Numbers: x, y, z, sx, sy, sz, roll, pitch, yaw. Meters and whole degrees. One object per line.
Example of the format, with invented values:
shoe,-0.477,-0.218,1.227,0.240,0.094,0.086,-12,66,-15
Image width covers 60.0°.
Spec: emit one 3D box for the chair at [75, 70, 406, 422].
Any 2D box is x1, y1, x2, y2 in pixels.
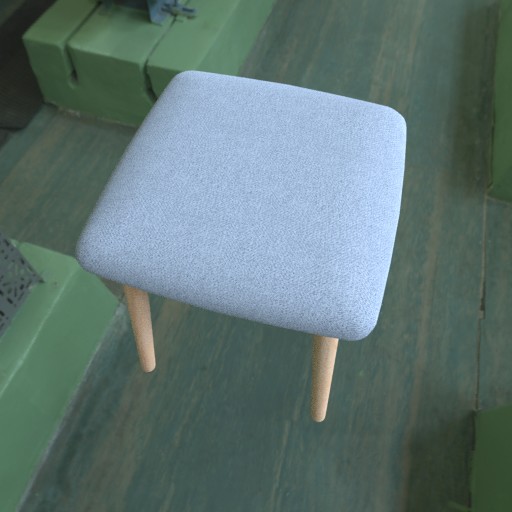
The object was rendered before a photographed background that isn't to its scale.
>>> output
chair,0.000,0.000,0.695,0.350,0.440,0.350,14,60,8
